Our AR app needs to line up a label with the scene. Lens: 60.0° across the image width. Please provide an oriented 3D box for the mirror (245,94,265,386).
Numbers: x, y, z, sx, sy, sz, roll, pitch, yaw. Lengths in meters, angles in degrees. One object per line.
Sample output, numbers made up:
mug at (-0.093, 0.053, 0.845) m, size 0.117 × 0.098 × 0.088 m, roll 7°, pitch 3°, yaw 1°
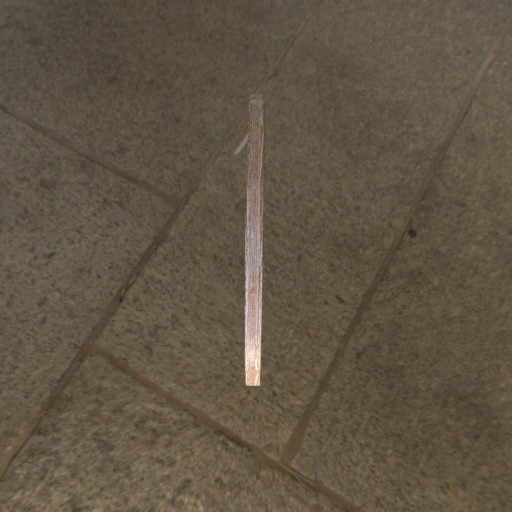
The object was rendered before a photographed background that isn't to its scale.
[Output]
mirror at (0.000, 0.000, 1.180) m, size 0.032 × 0.920 × 0.660 m, roll 1°, pitch 74°, yaw 0°
